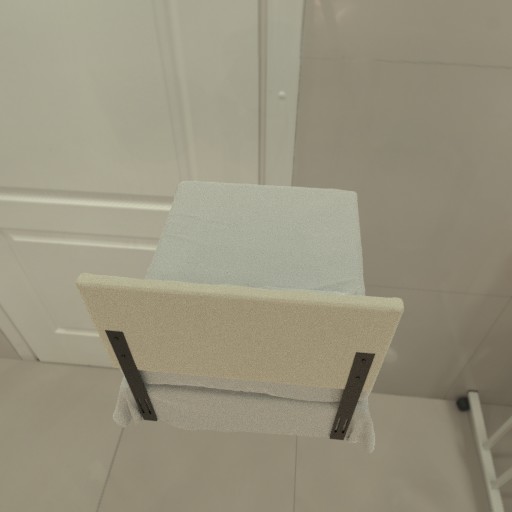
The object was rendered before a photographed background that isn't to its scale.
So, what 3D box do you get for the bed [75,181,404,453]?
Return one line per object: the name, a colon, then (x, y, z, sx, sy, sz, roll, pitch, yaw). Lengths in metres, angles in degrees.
bed: (0.000, 0.000, 3.416, 1.936, 1.577, 2.222, 4, 47, 4)
